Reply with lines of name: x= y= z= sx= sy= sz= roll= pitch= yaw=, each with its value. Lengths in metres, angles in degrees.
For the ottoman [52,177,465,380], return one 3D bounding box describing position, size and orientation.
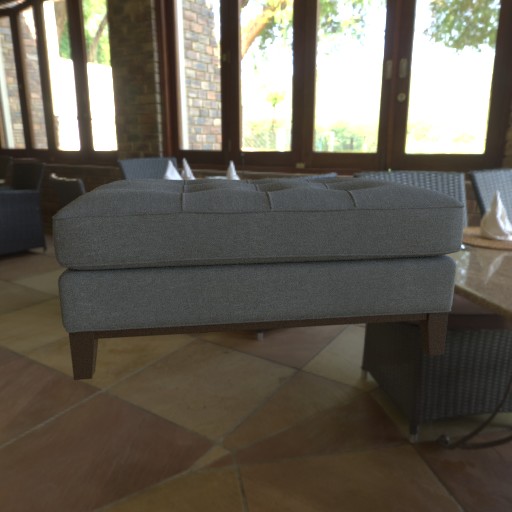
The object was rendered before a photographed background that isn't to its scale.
ottoman: x=0.000 y=0.000 z=1.515 sx=1.143 sy=0.514 sz=0.648 roll=-2 pitch=14 yaw=-8
